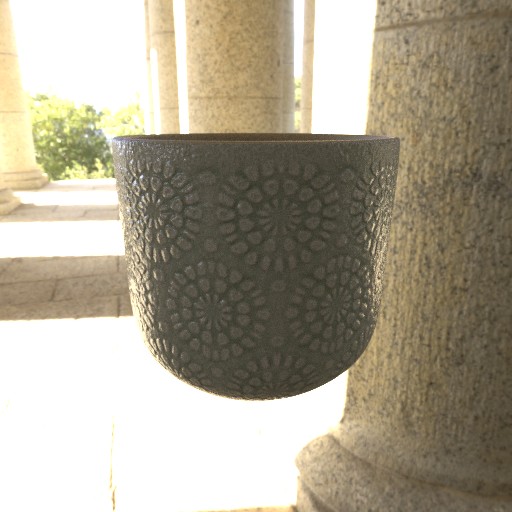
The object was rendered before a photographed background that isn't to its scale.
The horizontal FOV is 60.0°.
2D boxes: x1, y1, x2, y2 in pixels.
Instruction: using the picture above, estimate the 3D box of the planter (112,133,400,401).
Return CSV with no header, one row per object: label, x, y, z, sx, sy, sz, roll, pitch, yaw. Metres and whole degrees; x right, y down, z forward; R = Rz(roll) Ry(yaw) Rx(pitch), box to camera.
planter,0.000,0.000,0.293,0.169,0.153,0.169,0,17,0
